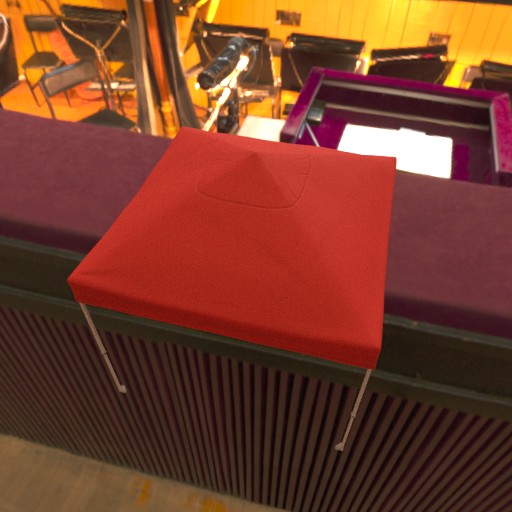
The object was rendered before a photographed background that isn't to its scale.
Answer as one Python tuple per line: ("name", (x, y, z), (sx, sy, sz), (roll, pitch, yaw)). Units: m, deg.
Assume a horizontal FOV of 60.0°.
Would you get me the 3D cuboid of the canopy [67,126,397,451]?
("canopy", (0.000, 0.000, 5.520), (2.998, 2.997, 2.996), (11, 47, 10))
